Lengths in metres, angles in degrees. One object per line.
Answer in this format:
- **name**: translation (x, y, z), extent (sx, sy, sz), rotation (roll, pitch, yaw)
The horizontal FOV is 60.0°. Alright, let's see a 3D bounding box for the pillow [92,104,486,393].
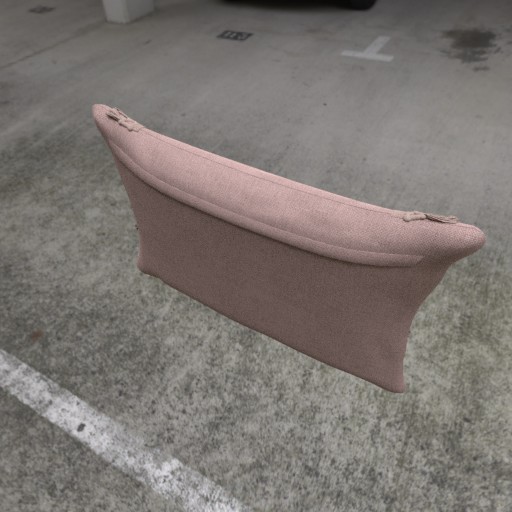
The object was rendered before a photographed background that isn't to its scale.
- **pillow**: translation (0.000, 0.000, 0.572), extent (0.466, 0.305, 0.084), rotation (23, 50, 20)
